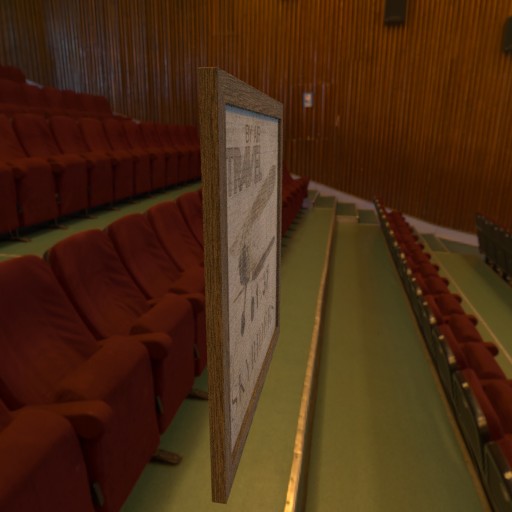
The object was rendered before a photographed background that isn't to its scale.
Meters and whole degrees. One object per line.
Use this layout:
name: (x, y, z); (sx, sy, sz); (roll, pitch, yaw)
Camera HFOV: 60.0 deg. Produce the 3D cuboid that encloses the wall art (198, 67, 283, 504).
wall art: (0.000, 0.000, 0.731); (0.019, 0.508, 0.508); (3, 15, 10)
